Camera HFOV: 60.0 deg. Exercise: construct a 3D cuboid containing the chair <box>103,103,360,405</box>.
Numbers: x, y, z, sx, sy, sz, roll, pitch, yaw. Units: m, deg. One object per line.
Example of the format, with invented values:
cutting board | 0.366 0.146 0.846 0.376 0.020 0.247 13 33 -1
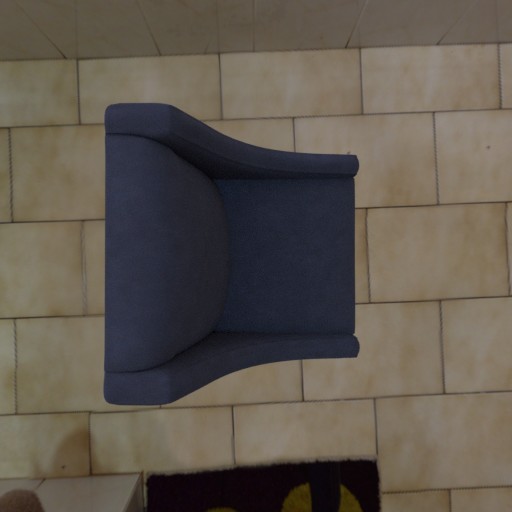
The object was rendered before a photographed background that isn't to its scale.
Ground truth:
chair | 0.000 0.000 1.330 0.629 0.895 0.629 0 89 -1
